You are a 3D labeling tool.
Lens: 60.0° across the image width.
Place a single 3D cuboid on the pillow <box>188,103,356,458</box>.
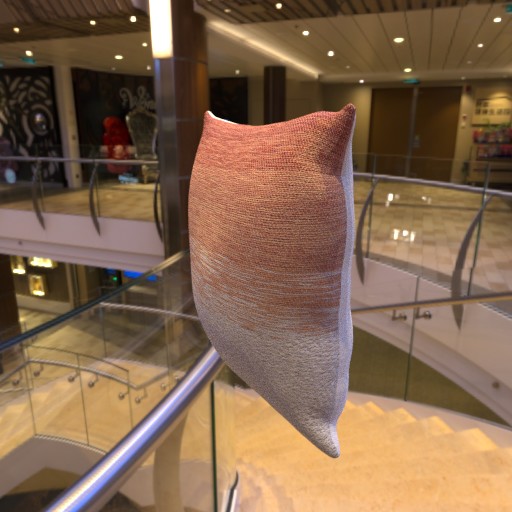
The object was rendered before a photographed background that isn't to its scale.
[{"bbox_3d":[0.000,0.000,0.686,0.182,0.441,0.440,-8,18,-25],"label":"pillow"}]
